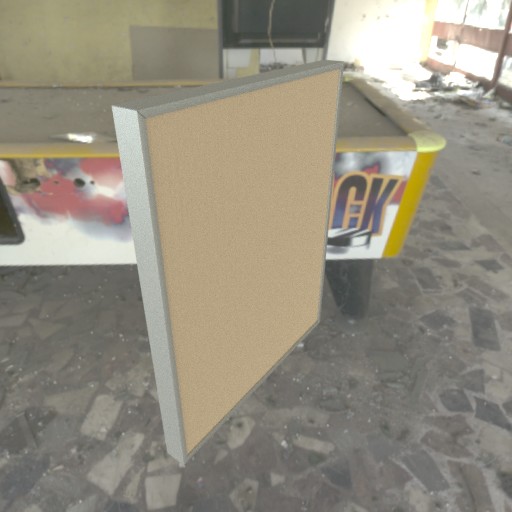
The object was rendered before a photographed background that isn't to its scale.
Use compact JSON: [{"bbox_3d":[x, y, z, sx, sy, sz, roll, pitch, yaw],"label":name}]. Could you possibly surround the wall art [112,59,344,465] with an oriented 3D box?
[{"bbox_3d":[0.000,0.000,0.734,0.039,0.553,0.445,20,36,31],"label":"wall art"}]
